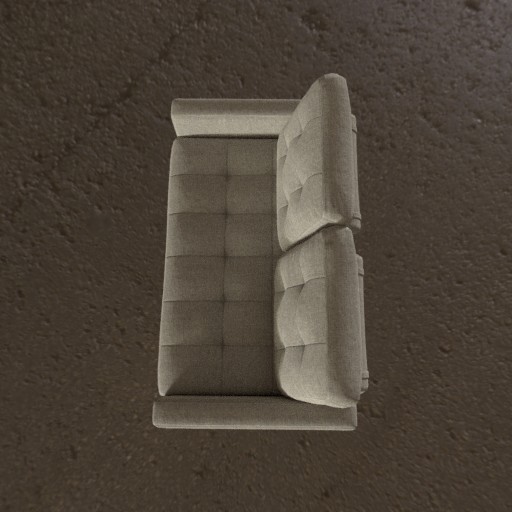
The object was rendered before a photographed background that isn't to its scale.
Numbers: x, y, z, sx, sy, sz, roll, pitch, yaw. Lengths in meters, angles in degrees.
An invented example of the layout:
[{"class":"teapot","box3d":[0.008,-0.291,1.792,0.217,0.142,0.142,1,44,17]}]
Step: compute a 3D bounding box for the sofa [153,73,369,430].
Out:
[{"class":"sofa","box3d":[0.000,0.000,1.949,0.842,0.907,1.407,1,76,0]}]
